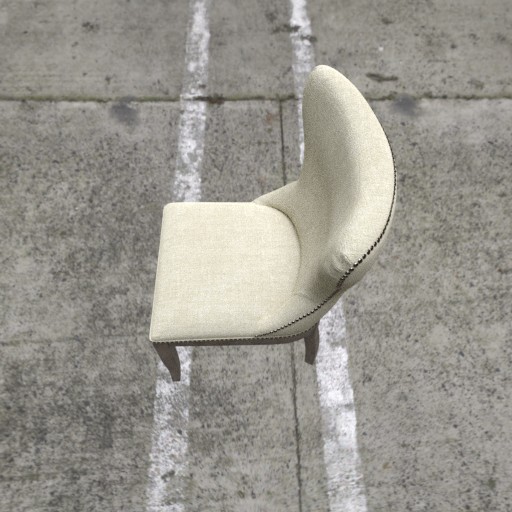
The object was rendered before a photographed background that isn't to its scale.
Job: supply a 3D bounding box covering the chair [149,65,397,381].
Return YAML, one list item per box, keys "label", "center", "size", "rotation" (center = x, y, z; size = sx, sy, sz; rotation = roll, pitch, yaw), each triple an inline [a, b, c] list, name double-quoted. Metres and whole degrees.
- label: "chair"
  center: [0.000, 0.000, 1.470]
  size: [0.681, 1.002, 0.654]
  rotation: [-1, 58, -1]
